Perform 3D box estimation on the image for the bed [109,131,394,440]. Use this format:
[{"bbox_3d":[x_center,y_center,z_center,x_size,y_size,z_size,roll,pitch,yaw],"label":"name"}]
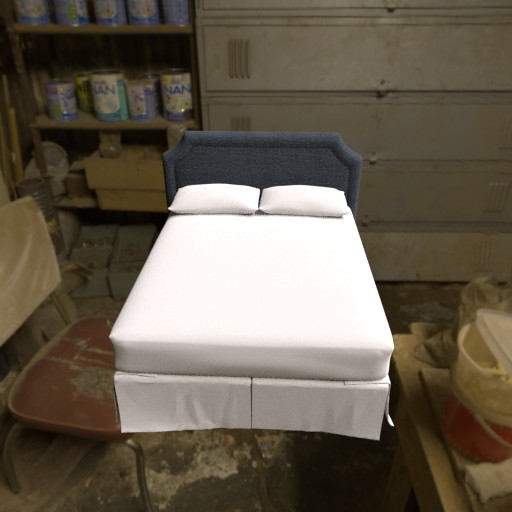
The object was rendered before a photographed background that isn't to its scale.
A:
[{"bbox_3d":[0.000,0.000,3.331,1.828,1.297,2.208,1,31,2],"label":"bed"}]
